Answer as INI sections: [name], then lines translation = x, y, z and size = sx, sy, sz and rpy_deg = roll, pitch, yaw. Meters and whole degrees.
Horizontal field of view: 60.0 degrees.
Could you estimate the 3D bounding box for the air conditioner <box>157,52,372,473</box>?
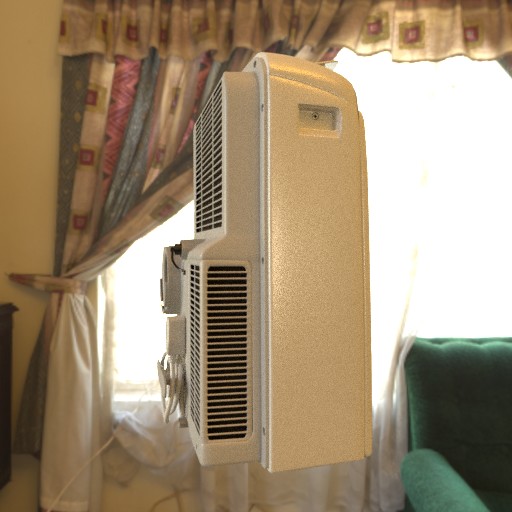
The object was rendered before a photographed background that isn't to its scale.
[air conditioner]
translation = 0.000, 0.000, 1.000
size = 0.414, 0.786, 0.449
rpy_deg = 0, 1, -17
